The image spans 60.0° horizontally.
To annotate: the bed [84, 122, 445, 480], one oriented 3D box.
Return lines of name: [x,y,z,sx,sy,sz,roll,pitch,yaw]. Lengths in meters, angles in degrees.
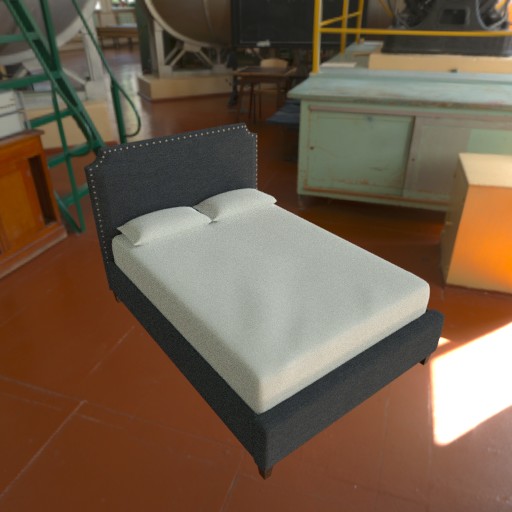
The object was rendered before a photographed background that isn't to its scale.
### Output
bed: [0.000,0.000,3.481,1.713,1.443,2.372,-21,36,-32]
